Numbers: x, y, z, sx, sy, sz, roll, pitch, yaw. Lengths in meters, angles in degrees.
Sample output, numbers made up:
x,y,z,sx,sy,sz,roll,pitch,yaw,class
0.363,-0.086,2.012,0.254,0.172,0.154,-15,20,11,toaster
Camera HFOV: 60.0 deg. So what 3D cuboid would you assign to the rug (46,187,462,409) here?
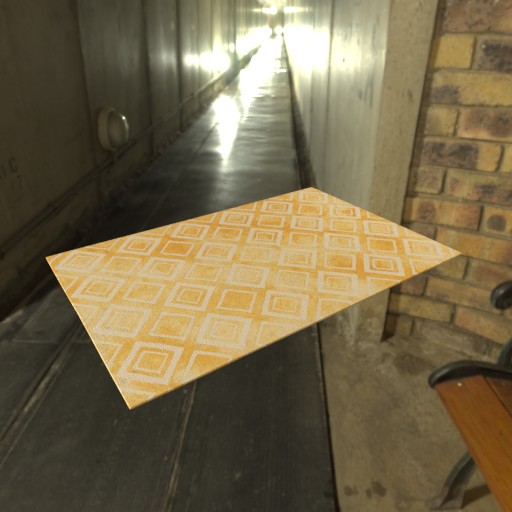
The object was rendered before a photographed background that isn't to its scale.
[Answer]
x,y,z,sx,sy,sz,roll,pitch,yaw,class
0.000,0.000,2.320,1.829,0.010,1.213,-19,34,-30,rug
